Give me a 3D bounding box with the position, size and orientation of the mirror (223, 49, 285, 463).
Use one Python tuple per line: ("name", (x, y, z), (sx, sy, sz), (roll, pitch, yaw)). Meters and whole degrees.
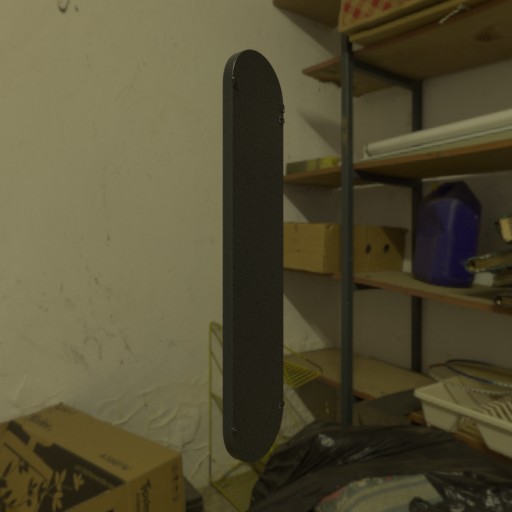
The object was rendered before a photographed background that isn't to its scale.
("mirror", (0.000, 0.000, 1.086), (0.032, 0.991, 0.222), (0, 0, 35))
